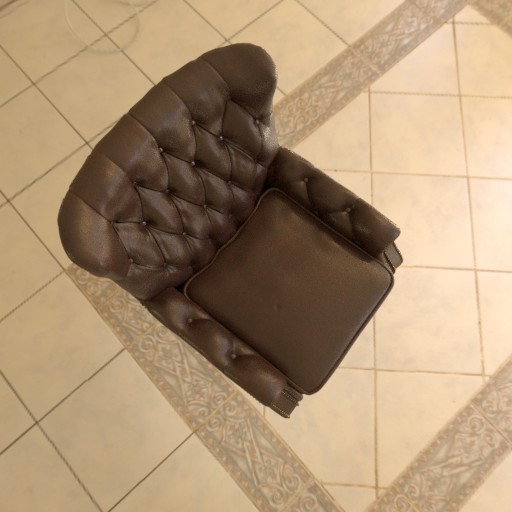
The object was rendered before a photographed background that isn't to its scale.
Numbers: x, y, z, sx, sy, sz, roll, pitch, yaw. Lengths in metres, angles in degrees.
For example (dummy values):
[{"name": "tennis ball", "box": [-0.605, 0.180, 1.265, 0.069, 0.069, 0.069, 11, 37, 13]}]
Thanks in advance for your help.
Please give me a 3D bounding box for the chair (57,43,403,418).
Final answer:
[{"name": "chair", "box": [0.000, 0.000, 1.418, 0.823, 0.864, 0.709, 37, 78, 9]}]
